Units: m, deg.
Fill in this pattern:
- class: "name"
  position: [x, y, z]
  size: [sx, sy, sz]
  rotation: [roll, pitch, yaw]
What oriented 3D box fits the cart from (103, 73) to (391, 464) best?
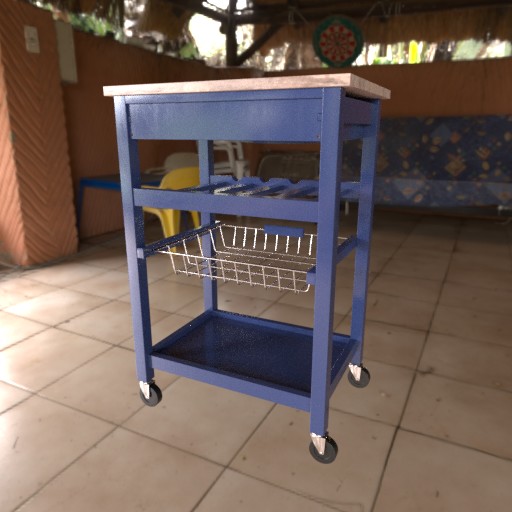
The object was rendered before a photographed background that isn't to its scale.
- class: "cart"
  position: [0.000, 0.000, 1.182]
  size: [0.584, 0.839, 0.403]
  rotation: [8, 18, 25]
